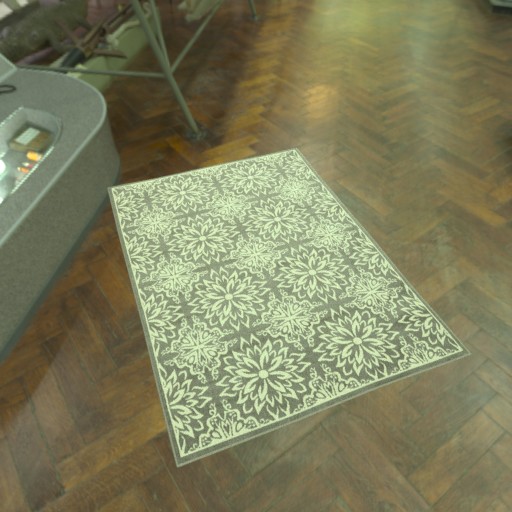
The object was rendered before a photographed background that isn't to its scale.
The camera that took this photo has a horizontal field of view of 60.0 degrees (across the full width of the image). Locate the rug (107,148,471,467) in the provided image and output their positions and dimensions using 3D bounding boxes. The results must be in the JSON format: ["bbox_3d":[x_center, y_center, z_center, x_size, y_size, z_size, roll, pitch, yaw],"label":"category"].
[{"bbox_3d":[0.000,0.000,2.888,1.608,0.014,2.213,-15,47,-15],"label":"rug"}]
